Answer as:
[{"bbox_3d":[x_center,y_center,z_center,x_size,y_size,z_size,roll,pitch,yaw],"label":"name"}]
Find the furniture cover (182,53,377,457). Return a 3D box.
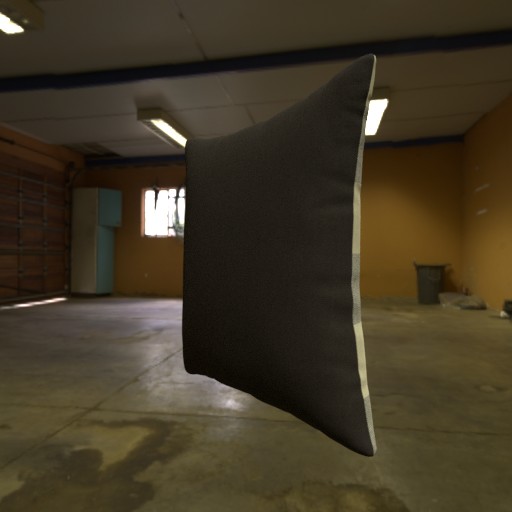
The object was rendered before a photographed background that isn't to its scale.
[{"bbox_3d":[0.000,0.000,0.761,0.161,0.509,0.511,0,0,-35],"label":"furniture cover"}]
